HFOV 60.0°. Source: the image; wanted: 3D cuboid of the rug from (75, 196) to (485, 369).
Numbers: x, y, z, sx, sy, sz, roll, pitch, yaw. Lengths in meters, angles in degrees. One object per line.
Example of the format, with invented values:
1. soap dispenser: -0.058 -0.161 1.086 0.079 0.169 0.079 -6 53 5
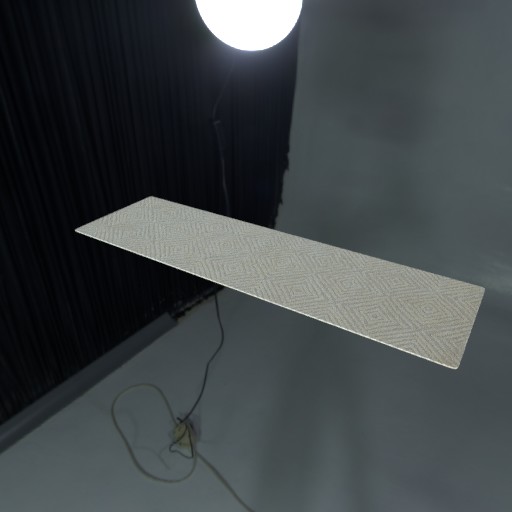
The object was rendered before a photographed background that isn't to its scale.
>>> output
1. rug: 0.000 0.000 2.492 2.277 0.008 0.676 17 34 28
